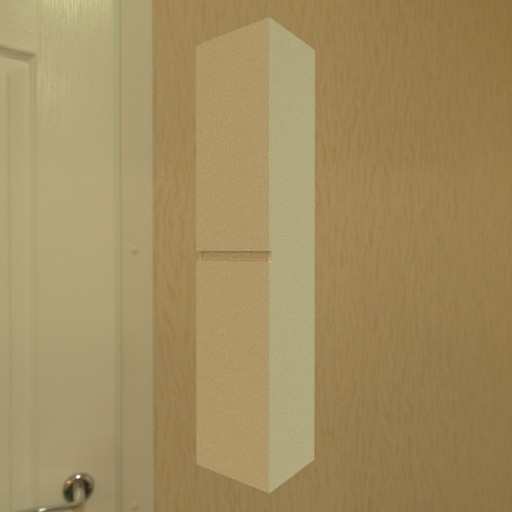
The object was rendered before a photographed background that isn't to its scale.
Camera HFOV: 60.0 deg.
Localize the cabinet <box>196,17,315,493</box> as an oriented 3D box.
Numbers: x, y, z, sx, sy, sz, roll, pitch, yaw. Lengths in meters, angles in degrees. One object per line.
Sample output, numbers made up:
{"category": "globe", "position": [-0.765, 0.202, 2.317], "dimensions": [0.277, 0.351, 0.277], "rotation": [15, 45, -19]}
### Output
{"category": "cabinet", "position": [0.000, 0.000, 1.499], "dimensions": [0.300, 1.400, 0.269], "rotation": [0, 1, 37]}
